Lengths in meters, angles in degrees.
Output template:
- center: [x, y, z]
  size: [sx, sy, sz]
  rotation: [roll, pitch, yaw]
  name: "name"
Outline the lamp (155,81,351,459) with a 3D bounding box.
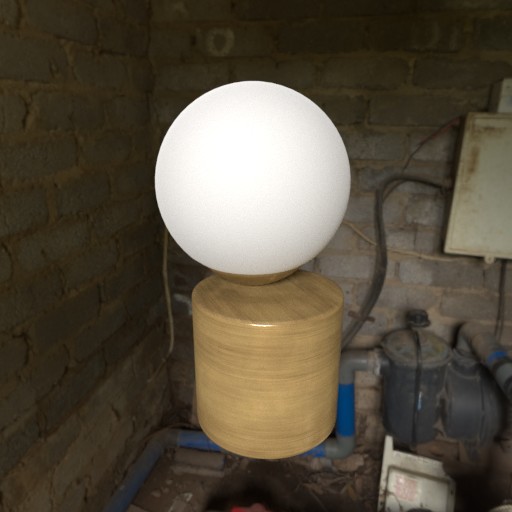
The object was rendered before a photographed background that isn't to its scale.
- center: [0.000, 0.000, 0.340]
  size: [0.141, 0.250, 0.152]
  rotation: [-8, 19, -23]
  name: "lamp"
